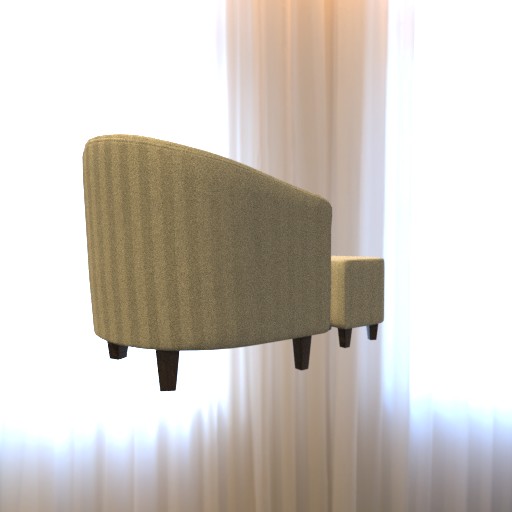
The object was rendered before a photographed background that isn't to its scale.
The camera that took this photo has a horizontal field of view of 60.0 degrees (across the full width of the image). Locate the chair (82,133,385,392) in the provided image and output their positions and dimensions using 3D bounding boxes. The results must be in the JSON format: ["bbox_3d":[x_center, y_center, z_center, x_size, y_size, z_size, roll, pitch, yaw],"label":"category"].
[{"bbox_3d":[0.000,0.000,1.751,1.288,0.757,0.756,-1,2,-36],"label":"chair"}]
